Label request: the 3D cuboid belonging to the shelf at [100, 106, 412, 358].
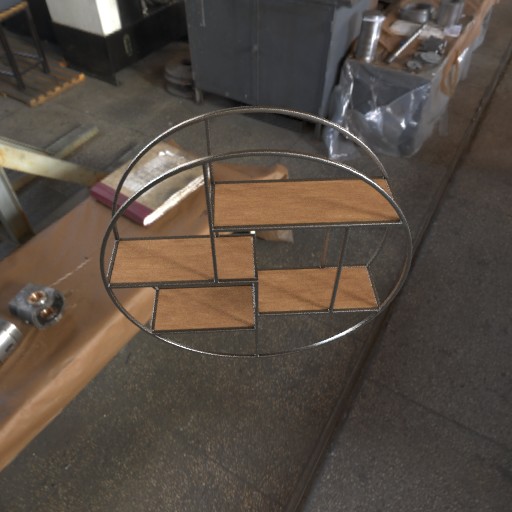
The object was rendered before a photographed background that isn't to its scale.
[{"bbox_3d":[0.000,0.000,1.365,0.888,0.888,0.202,-2,47,-2],"label":"shelf"}]
